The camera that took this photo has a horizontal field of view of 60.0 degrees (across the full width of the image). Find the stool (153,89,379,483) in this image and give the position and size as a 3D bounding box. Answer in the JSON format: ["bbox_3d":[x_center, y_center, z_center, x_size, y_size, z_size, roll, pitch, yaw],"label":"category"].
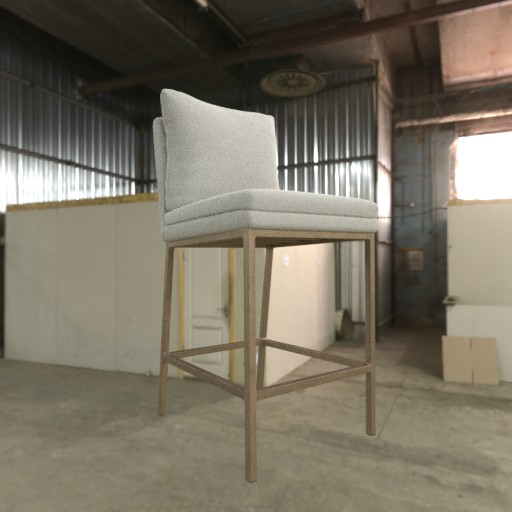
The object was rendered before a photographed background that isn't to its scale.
[{"bbox_3d":[0.000,0.000,1.350,0.463,1.032,0.572,0,0,-37],"label":"stool"}]
